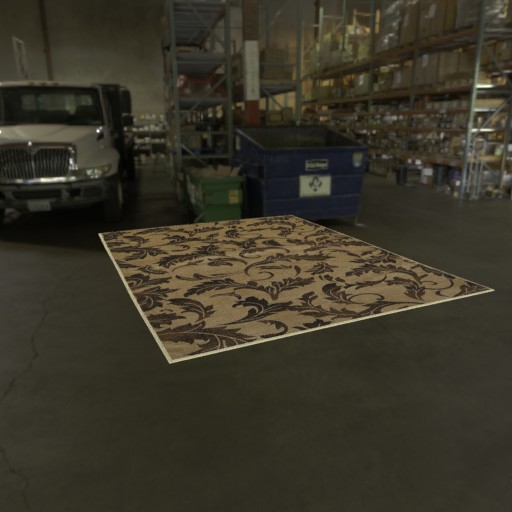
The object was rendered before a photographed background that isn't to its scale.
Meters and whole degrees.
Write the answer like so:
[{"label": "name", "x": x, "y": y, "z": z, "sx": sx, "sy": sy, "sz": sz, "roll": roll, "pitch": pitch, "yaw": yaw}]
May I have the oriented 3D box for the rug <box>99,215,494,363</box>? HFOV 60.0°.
[{"label": "rug", "x": 0.000, "y": 0.000, "z": 3.973, "sx": 2.380, "sy": 0.008, "sz": 2.977, "roll": -8, "pitch": 18, "yaw": -24}]
